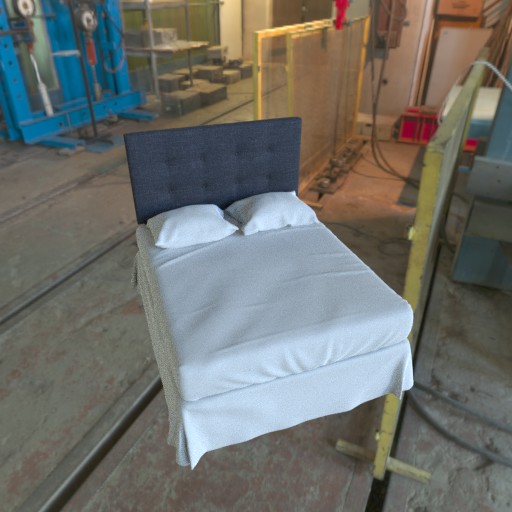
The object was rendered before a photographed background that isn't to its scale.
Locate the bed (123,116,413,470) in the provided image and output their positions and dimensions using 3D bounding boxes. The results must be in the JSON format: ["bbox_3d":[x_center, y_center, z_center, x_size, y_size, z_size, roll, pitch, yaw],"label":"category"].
[{"bbox_3d":[0.000,0.000,3.538,1.936,1.577,2.222,-11,33,-17],"label":"bed"}]
